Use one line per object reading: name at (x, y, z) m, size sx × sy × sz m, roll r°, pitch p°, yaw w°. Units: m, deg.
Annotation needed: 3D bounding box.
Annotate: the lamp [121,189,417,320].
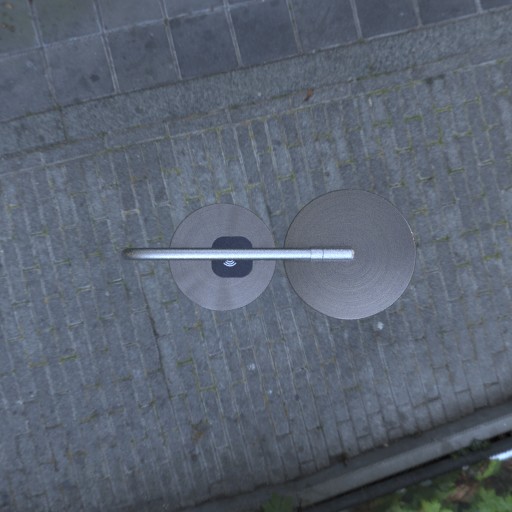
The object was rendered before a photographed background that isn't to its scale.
lamp at (0.000, 0.000, 0.662) m, size 0.334 × 0.469 × 0.211 m, roll 0°, pitch 90°, yaw -1°
